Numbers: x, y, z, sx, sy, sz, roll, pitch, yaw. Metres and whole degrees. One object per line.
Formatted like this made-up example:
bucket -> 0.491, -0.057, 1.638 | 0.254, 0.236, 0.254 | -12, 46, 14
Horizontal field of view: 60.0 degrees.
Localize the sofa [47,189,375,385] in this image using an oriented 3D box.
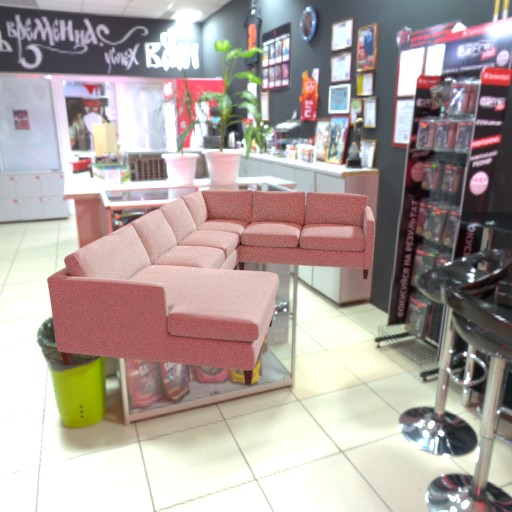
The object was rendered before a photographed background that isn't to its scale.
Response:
sofa -> 0.000, 0.000, 4.742 | 2.593, 0.956, 3.459 | 3, 17, 10
